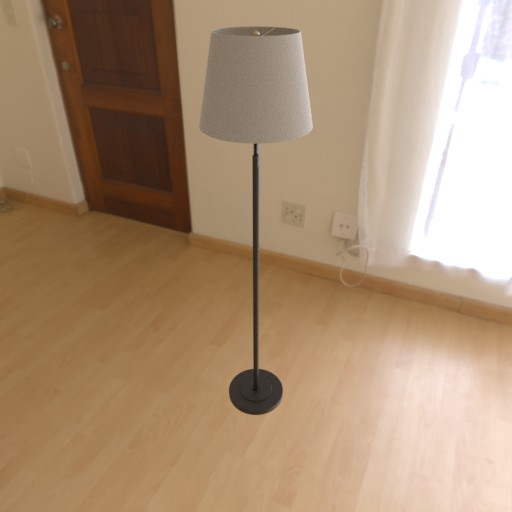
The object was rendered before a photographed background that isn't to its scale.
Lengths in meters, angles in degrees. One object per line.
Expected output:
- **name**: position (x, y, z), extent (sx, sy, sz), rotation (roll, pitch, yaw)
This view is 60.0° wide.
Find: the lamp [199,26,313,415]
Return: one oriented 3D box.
- **lamp**: position (0.000, 0.000, 1.619), extent (0.348, 1.473, 0.348), rotation (0, 32, 0)
